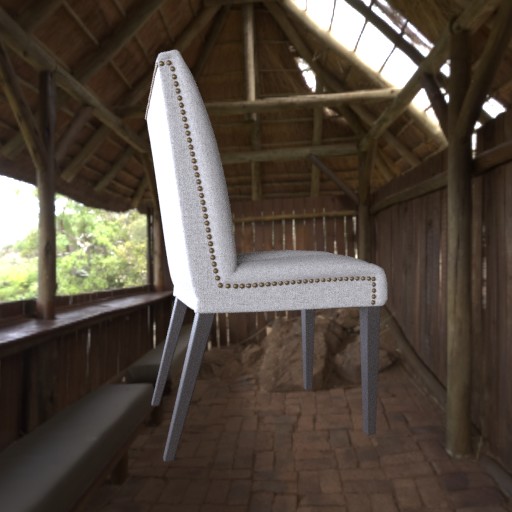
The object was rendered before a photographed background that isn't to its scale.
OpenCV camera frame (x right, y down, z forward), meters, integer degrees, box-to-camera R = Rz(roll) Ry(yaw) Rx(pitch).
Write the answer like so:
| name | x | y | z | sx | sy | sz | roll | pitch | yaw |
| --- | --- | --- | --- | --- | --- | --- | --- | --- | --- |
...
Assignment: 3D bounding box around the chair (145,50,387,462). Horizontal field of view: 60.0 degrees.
| name | x | y | z | sx | sy | sz | roll | pitch | yaw |
| --- | --- | --- | --- | --- | --- | --- | --- | --- | --- |
| chair | 0.000 | 0.000 | 1.385 | 0.647 | 1.016 | 0.511 | 0 | 0 | -17 |
